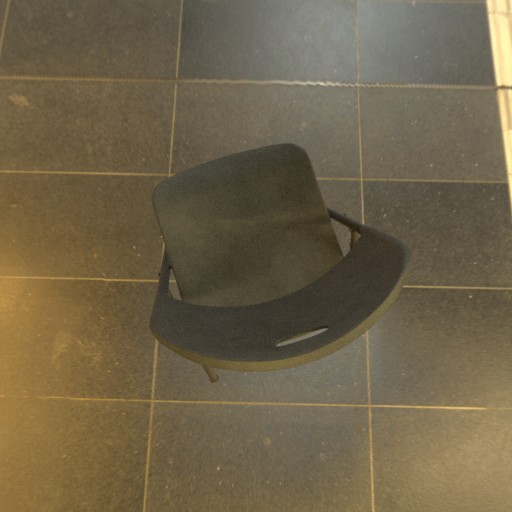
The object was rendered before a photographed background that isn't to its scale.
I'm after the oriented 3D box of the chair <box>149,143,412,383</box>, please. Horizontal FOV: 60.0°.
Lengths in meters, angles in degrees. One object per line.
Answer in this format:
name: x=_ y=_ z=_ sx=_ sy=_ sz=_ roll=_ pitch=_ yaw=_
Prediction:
chair: x=0.000 y=0.000 z=1.151 sx=0.494 sy=0.810 sz=0.566 roll=-18 pitch=77 yaw=-4
